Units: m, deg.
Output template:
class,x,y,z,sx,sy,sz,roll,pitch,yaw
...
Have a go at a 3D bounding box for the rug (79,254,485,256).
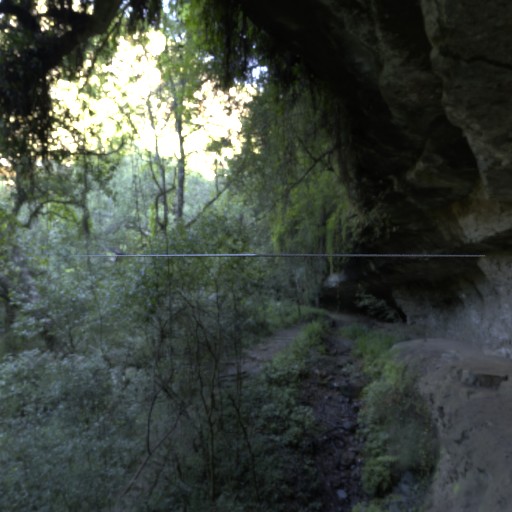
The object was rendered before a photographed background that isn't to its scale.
class,x,y,z,sx,sy,sz,roll,pitch,yaw
rug,0.000,0.000,4.093,2.421,0.008,3.045,0,0,-38
